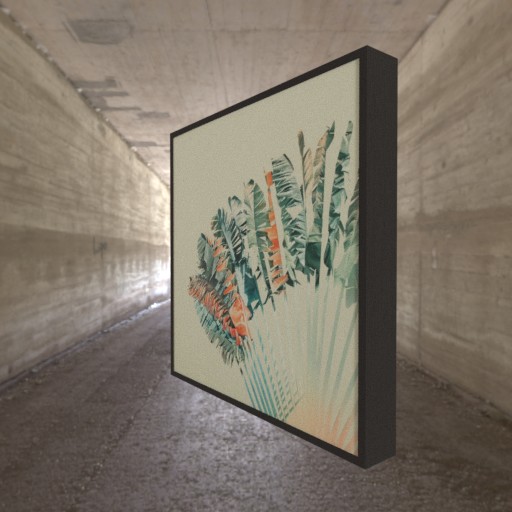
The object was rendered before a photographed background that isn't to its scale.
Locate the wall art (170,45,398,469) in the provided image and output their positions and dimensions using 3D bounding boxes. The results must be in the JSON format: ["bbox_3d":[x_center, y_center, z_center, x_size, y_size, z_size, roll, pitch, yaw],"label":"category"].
[{"bbox_3d":[0.000,0.000,0.444,0.036,0.300,0.302,-1,1,-38],"label":"wall art"}]
